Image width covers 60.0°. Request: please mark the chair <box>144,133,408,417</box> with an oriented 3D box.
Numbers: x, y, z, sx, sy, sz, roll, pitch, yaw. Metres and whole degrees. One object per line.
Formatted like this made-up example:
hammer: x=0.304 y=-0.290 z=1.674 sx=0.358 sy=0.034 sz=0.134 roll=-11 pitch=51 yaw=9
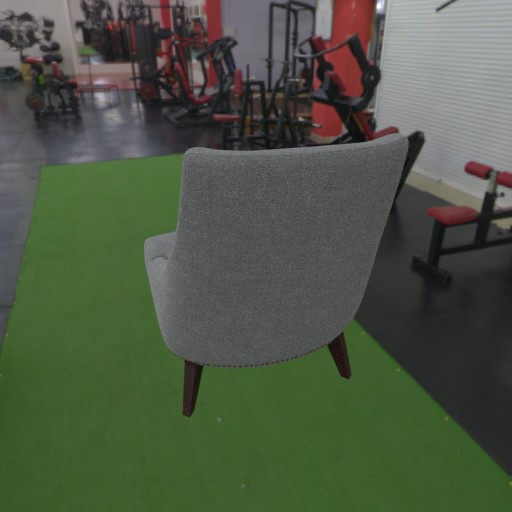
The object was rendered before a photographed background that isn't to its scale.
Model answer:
chair: x=0.000 y=0.000 z=1.494 sx=0.701 sy=0.909 sz=0.861 roll=-8 pitch=28 yaw=-16
